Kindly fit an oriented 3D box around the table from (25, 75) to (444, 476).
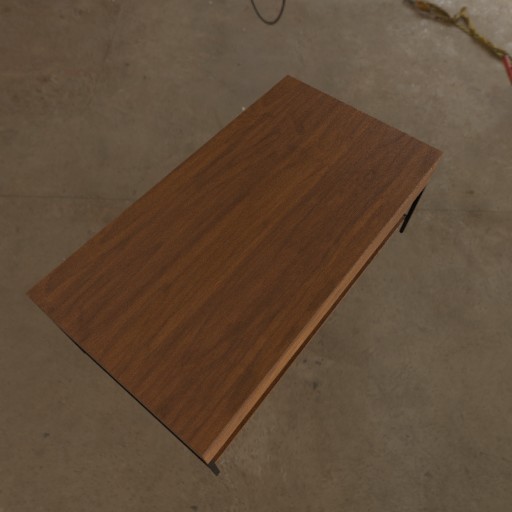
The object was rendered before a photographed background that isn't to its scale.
[{"bbox_3d":[0.000,0.000,1.363,0.574,0.414,1.057,34,64,19],"label":"table"}]
